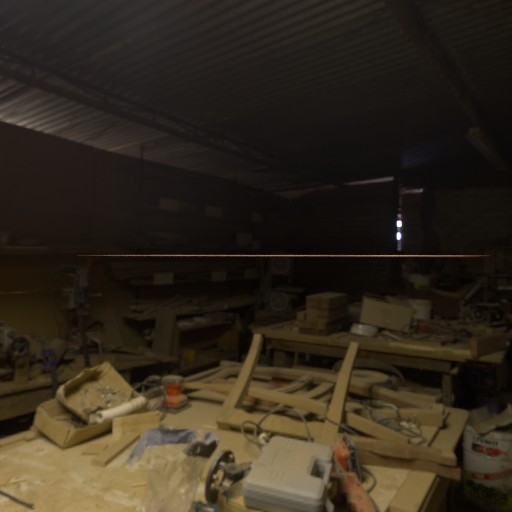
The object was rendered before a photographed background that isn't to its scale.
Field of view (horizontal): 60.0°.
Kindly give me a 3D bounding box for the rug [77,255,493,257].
[{"bbox_3d":[0.000,0.000,2.666,2.437,0.006,0.792,0,0,35],"label":"rug"}]
